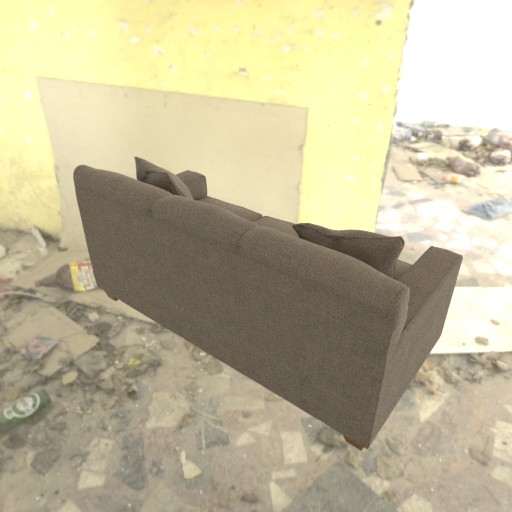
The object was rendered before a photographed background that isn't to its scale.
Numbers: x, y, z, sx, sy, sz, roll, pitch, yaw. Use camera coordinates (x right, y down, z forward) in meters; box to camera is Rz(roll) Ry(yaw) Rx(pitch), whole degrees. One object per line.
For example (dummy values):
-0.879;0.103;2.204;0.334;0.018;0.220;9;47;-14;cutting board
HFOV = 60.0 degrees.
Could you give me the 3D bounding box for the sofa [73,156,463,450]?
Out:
0.000;0.000;2.588;2.024;0.958;0.997;22;38;32;sofa
